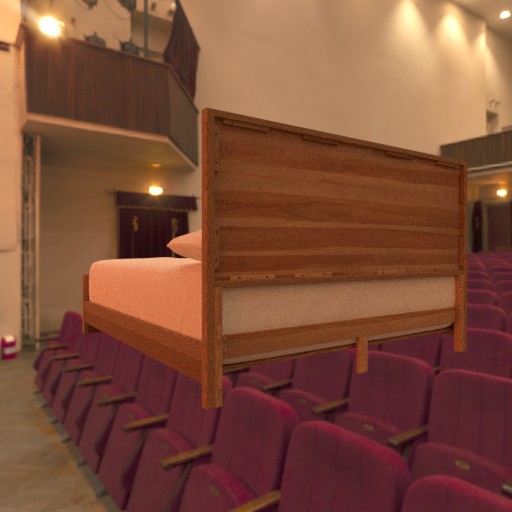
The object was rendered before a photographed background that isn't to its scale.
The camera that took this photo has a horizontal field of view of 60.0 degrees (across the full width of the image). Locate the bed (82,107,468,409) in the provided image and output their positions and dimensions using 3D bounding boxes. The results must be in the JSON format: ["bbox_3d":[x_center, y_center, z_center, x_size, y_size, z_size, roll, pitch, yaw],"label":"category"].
[{"bbox_3d":[0.000,0.000,3.365,2.013,1.295,2.184,0,1,-35],"label":"bed"}]
